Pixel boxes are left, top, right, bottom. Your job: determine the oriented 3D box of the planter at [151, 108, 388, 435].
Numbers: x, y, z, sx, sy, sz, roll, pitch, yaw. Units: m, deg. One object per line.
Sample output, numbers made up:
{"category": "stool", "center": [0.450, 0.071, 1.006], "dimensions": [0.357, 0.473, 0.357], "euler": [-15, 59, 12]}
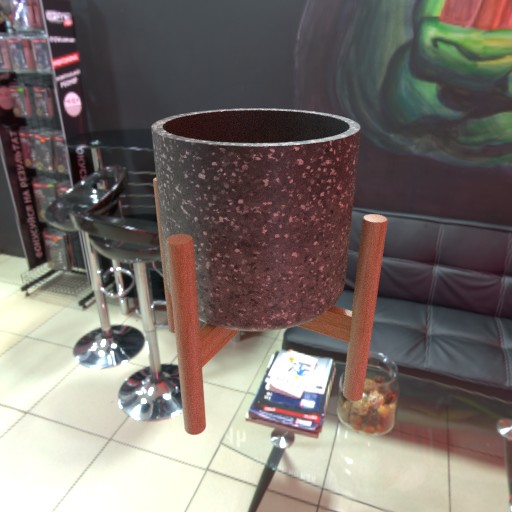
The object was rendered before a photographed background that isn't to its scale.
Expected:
{"category": "planter", "center": [0.000, 0.000, 0.551], "dimensions": [0.284, 0.320, 0.284], "euler": [-19, 32, -33]}
